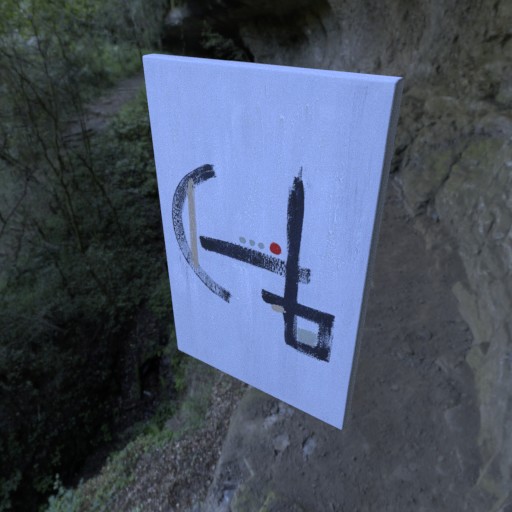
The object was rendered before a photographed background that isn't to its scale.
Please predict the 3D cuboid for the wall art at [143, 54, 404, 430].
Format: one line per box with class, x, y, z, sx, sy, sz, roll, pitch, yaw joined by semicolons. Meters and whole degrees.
wall art;0.000;0.000;1.144;0.602;0.916;0.048;18;36;27
